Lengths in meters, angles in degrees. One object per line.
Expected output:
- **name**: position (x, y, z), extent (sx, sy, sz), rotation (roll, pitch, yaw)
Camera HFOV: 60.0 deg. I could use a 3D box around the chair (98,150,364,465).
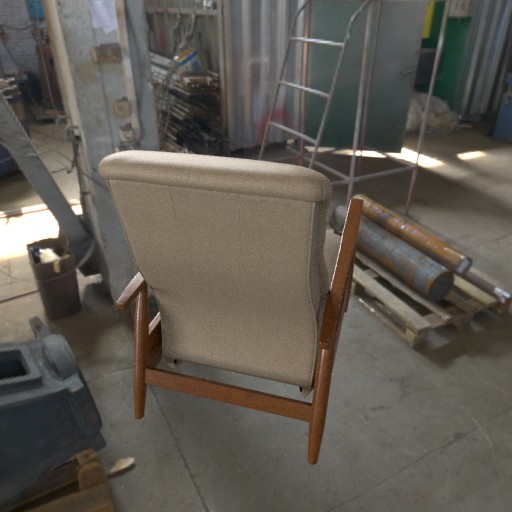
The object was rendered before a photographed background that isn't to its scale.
- **chair**: position (0.000, 0.000, 1.805), extent (0.762, 1.082, 1.032), rotation (8, 31, 14)
